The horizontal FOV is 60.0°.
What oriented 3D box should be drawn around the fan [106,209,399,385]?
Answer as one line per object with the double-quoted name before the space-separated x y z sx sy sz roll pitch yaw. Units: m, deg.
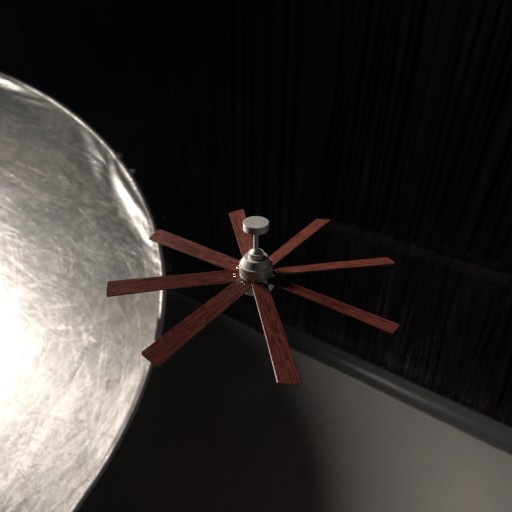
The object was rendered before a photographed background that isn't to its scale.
"fan" 0.000 0.000 2.737 1.830 0.472 1.830 20 37 29
